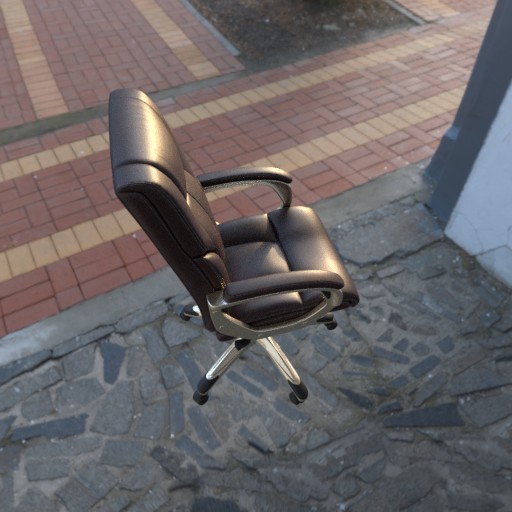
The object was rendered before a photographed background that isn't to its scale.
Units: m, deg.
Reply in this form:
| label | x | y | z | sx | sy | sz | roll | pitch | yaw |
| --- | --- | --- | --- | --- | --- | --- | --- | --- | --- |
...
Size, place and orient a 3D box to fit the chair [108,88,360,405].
| label | x | y | z | sx | sy | sz | roll | pitch | yaw |
| --- | --- | --- | --- | --- | --- | --- | --- | --- | --- |
| chair | 0.000 | 0.000 | 1.532 | 0.739 | 1.107 | 0.662 | -10 | 48 | -10 |
